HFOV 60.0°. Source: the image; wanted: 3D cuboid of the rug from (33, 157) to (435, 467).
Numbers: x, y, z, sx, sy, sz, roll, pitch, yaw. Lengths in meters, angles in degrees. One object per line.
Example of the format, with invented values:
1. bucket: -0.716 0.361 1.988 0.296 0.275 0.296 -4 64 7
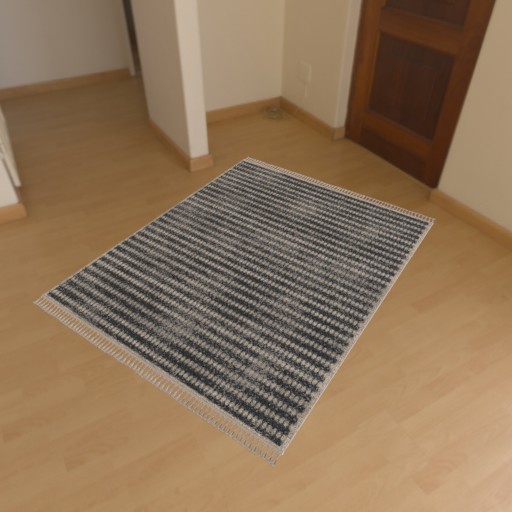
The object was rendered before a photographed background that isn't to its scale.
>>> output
1. rug: 0.000 0.000 3.891 2.256 0.013 2.910 24 46 26
